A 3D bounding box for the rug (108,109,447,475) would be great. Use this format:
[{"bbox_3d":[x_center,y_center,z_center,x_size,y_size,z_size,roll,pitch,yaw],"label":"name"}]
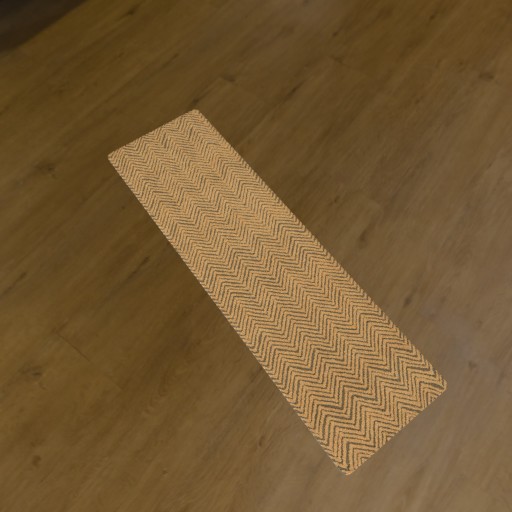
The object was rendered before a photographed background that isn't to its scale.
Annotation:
[{"bbox_3d":[0.000,0.000,2.504,0.686,0.008,2.286,-33,68,-16],"label":"rug"}]
